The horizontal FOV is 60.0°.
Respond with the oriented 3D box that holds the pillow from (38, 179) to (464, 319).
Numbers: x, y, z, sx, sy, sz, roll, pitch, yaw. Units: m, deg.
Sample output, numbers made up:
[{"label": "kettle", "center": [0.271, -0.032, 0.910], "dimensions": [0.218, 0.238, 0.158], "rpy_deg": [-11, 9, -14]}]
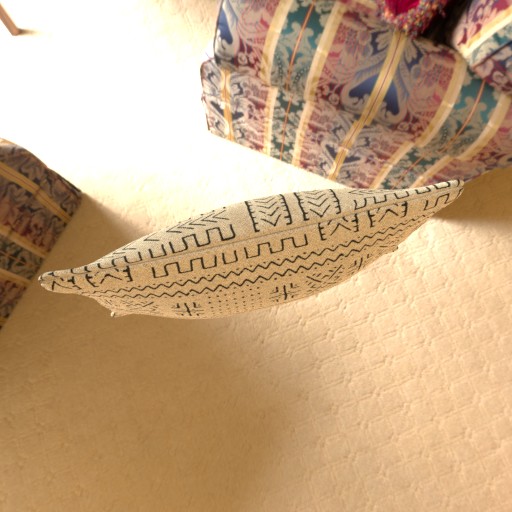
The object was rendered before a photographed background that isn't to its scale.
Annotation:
[{"label": "pillow", "center": [0.000, 0.000, 0.800], "dimensions": [0.637, 0.352, 0.188], "rpy_deg": [-13, 76, -3]}]
